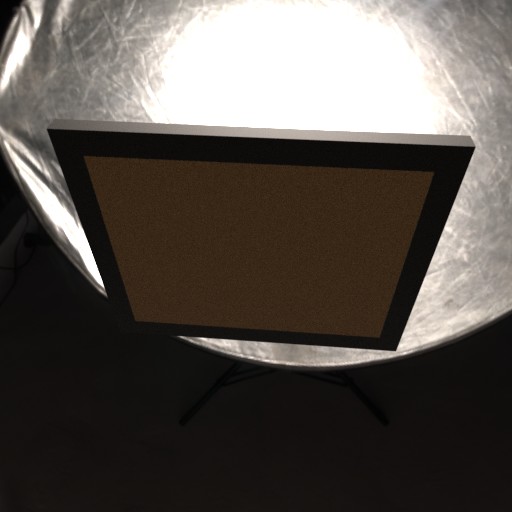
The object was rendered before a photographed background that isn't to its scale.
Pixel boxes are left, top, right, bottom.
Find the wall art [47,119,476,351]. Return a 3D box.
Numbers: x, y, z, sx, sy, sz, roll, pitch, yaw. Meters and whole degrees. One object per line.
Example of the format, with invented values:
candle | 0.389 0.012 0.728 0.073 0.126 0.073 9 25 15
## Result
wall art | 0.000 0.000 0.747 0.561 0.460 0.028 3 45 3
